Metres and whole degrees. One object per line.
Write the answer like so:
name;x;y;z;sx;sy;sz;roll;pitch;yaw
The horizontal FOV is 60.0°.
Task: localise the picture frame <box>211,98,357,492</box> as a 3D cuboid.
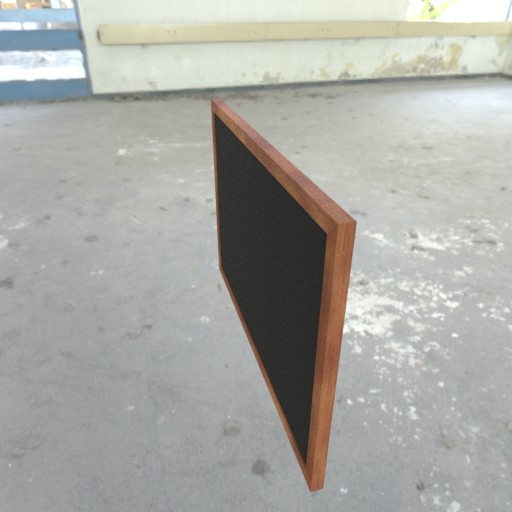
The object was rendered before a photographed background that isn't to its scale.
picture frame;0.000;0.000;1.190;0.029;0.640;0.950;-8;31;-14
